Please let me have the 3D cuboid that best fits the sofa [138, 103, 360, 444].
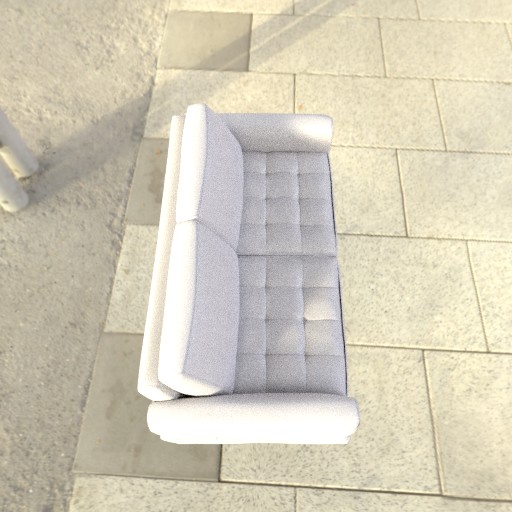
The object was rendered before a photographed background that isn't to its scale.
[{"bbox_3d":[0.000,0.000,2.811,1.121,0.930,2.177,1,63,0],"label":"sofa"}]
